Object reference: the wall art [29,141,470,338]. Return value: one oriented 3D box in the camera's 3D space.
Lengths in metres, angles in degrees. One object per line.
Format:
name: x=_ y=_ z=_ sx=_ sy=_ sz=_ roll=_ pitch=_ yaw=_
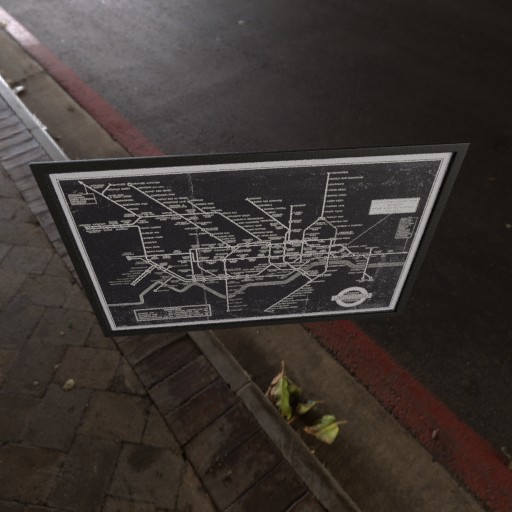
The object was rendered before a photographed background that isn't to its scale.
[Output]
wall art: x=0.000 y=0.000 z=1.490 sx=1.192 sy=0.811 sz=0.013 roll=-4 pitch=47 yaw=-3
